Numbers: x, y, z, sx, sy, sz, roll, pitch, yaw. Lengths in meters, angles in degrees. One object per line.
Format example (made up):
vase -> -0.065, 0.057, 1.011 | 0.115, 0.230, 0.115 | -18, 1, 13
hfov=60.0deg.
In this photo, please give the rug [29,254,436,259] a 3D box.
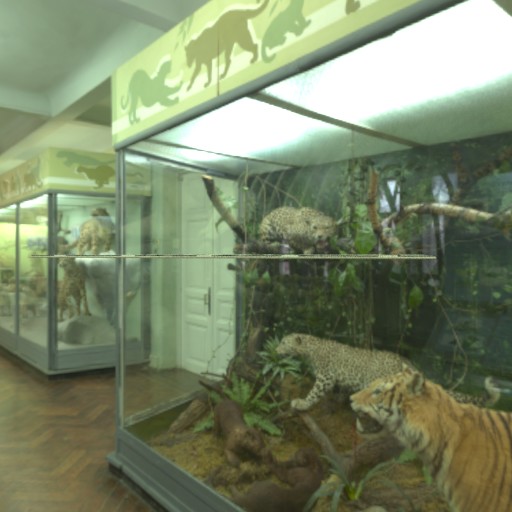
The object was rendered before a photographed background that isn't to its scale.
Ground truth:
rug -> 0.000, 0.000, 4.275 | 3.049, 0.021, 2.466 | 0, 0, 18
